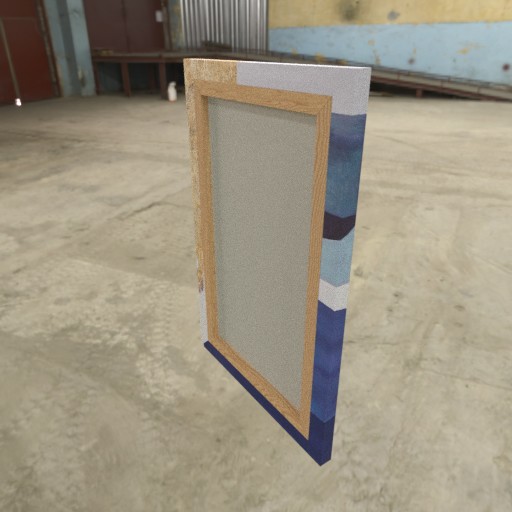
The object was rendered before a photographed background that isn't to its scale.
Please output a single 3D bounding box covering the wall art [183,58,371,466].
[{"bbox_3d":[0.000,0.000,1.137,0.039,0.911,0.607,-17,30,-31],"label":"wall art"}]
